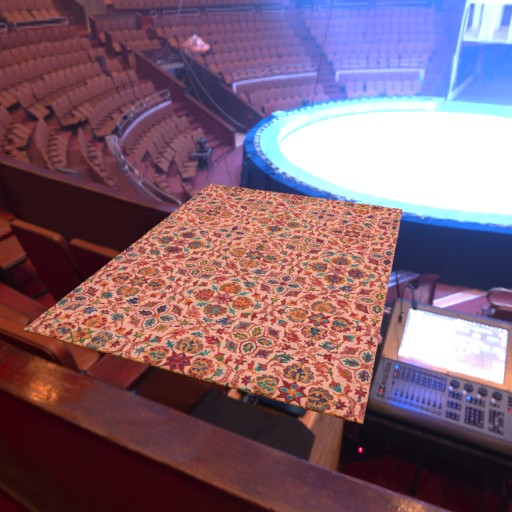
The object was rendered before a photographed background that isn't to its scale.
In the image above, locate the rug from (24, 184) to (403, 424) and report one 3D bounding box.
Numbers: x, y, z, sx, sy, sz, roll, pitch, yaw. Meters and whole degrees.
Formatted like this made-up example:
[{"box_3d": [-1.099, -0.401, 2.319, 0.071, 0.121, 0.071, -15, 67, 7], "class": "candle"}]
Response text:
[{"box_3d": [0.000, 0.000, 4.174, 2.446, 0.020, 3.215, 10, 31, 17], "class": "rug"}]
